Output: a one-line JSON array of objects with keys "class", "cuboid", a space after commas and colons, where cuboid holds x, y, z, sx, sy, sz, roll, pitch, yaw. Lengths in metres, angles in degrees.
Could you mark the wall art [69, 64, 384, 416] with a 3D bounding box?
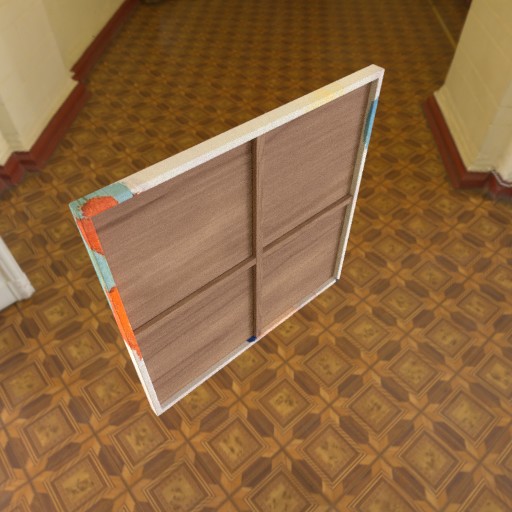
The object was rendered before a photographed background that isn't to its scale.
[{"class": "wall art", "cuboid": [0.000, 0.000, 1.222, 0.814, 0.814, 0.037, -33, 55, -26]}]
